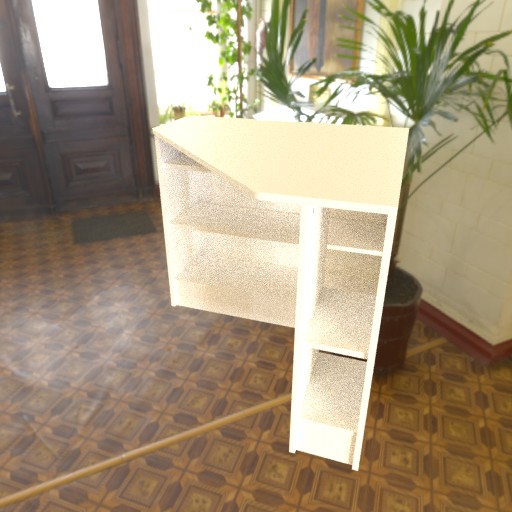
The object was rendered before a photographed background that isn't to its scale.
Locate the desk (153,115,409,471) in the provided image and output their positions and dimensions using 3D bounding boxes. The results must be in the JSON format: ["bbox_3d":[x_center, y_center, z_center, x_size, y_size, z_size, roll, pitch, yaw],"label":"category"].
[{"bbox_3d":[0.000,0.000,1.641,0.940,0.818,0.926,9,28,17],"label":"desk"}]
